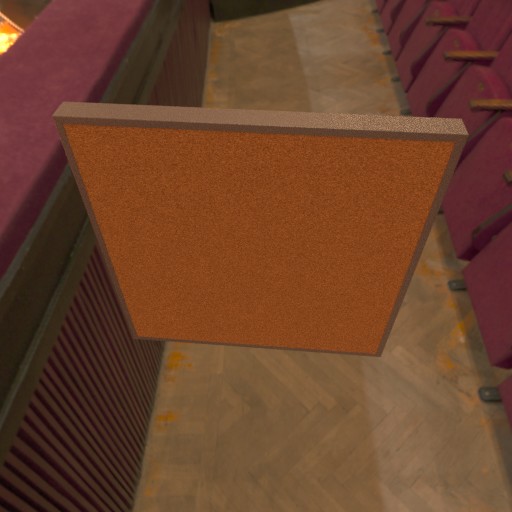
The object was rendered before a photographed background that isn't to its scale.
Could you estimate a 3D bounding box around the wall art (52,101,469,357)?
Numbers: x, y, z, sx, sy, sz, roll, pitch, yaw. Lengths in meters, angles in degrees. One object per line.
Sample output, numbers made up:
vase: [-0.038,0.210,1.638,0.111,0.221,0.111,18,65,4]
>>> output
wall art: [0.000,0.000,0.506,0.349,0.349,0.028,4,47,3]
